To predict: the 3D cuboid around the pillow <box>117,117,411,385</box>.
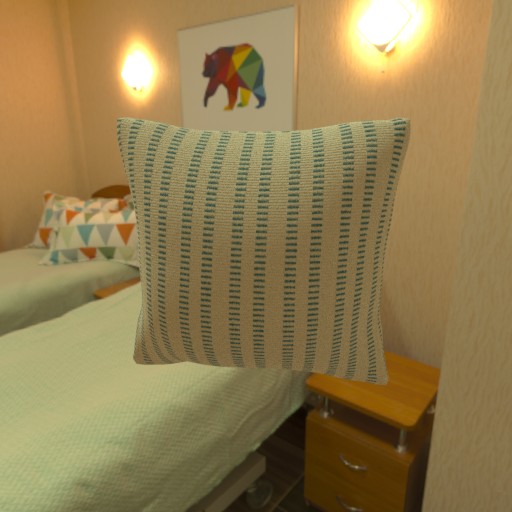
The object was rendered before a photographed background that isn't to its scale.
[{"bbox_3d":[0.000,0.000,0.700,0.438,0.419,0.247,3,17,9],"label":"pillow"}]
